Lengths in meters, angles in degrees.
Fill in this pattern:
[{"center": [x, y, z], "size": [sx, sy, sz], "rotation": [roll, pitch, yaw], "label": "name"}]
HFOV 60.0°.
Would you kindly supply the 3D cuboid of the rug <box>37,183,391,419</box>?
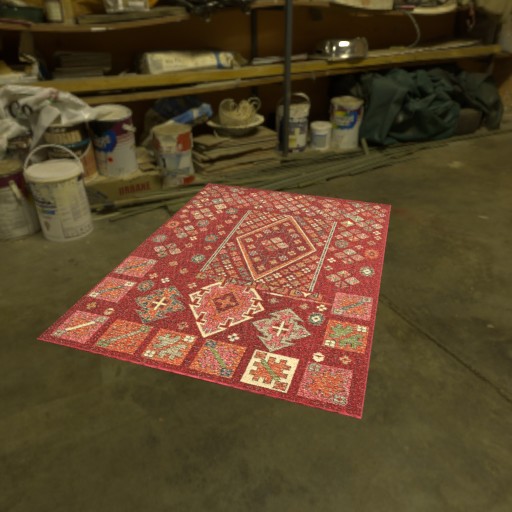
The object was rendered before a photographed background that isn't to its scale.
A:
[{"center": [0.000, 0.000, 2.869], "size": [1.579, 0.007, 2.184], "rotation": [9, 32, 15], "label": "rug"}]
